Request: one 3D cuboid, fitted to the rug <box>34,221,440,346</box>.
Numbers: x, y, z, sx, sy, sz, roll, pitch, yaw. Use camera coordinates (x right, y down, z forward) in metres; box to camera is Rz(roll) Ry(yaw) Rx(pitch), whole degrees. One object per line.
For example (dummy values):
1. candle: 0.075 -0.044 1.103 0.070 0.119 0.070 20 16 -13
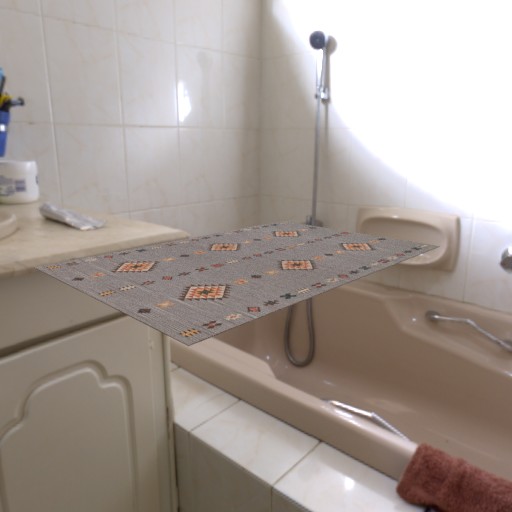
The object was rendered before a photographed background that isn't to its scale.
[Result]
1. rug: 0.000 0.000 2.357 1.217 0.005 1.818 14 20 43
